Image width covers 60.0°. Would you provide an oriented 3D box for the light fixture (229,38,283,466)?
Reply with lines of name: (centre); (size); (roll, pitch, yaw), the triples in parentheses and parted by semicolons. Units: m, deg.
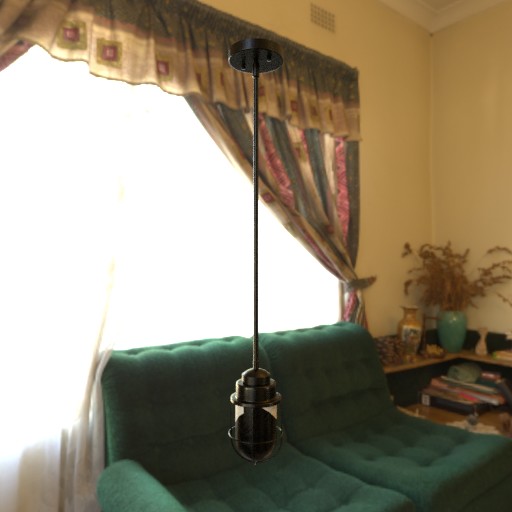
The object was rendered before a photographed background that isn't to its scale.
light fixture: (0.000, 0.000, 0.991); (0.123, 0.920, 0.123); (-1, -1, 36)
